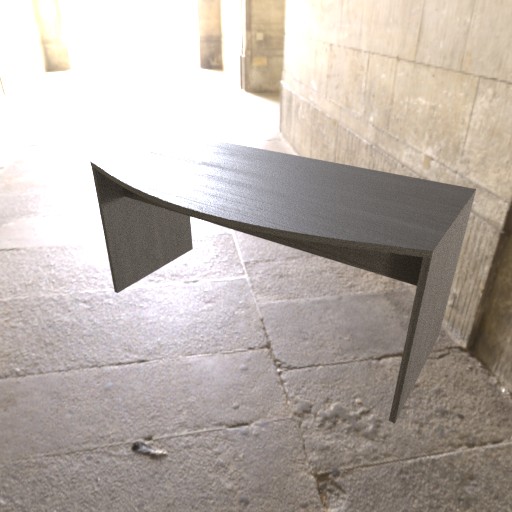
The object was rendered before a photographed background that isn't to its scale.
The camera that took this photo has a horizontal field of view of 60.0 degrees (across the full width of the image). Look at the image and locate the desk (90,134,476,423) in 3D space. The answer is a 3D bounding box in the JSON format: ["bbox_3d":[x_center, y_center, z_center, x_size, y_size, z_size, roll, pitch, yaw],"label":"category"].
[{"bbox_3d":[0.000,0.000,2.070,1.600,0.750,0.802,18,34,30],"label":"desk"}]
